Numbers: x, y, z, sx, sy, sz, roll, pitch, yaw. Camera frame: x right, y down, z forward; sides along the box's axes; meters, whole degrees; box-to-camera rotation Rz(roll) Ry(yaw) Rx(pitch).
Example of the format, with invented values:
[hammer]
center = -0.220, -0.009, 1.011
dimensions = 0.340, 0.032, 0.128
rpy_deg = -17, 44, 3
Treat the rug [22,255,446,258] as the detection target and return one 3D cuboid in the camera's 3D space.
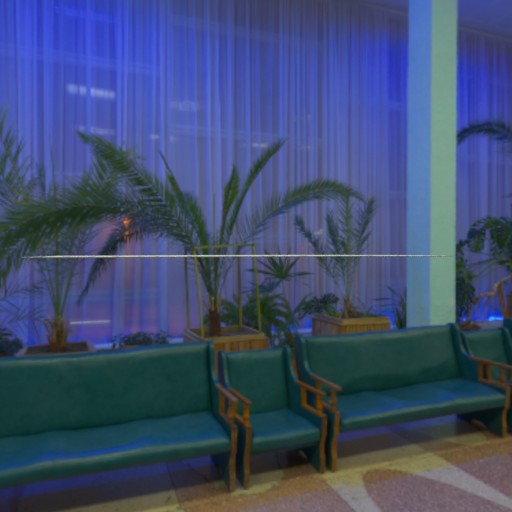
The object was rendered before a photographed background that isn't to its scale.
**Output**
[rug]
center = 0.000, 0.000, 2.605
dimensions = 2.372, 0.008, 0.620
rpy_deg = 0, 0, -19
